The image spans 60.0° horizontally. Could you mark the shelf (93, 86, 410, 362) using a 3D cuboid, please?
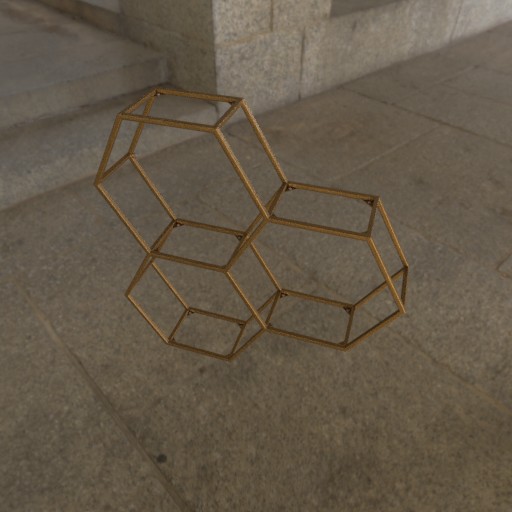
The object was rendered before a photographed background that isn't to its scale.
[{"bbox_3d":[0.000,0.000,1.065,0.708,0.701,0.150,12,42,14],"label":"shelf"}]
